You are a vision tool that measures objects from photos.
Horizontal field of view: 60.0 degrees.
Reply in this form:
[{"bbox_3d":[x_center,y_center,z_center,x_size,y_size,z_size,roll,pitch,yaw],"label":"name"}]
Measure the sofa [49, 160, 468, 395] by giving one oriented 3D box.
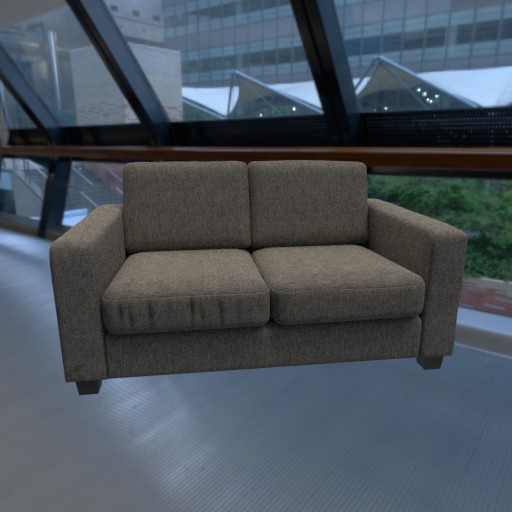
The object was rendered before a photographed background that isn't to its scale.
[{"bbox_3d":[0.000,0.000,1.979,1.520,0.800,0.900,-2,16,-7],"label":"sofa"}]
